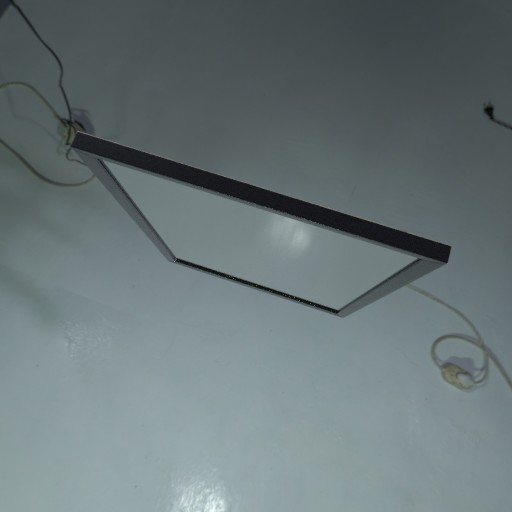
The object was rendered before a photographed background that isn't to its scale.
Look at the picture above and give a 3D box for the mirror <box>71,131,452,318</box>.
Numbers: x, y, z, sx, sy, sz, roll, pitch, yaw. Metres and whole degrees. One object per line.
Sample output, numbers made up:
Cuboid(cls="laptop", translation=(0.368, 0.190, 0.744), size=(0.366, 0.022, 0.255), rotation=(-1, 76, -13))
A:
Cuboid(cls="mirror", translation=(0.000, 0.000, 1.348), size=(0.762, 1.016, 0.040), rotation=(18, 77, 4))
